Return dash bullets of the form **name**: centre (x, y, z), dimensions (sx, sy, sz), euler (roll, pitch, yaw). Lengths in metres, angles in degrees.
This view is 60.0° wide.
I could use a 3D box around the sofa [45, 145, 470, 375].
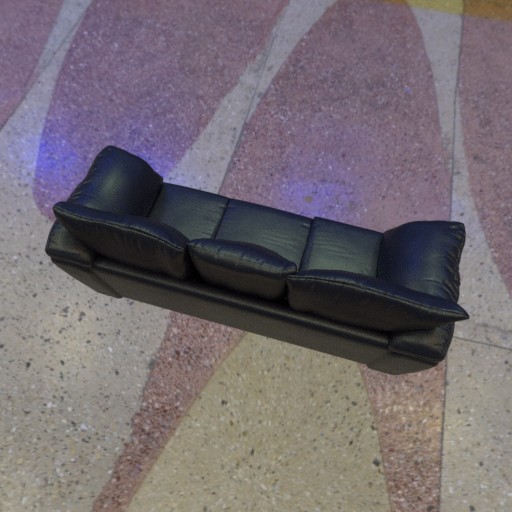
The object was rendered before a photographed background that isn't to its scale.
- **sofa**: centre (0.000, 0.000, 2.752), dimensions (2.336, 1.073, 0.880), euler (14, 63, 7)
